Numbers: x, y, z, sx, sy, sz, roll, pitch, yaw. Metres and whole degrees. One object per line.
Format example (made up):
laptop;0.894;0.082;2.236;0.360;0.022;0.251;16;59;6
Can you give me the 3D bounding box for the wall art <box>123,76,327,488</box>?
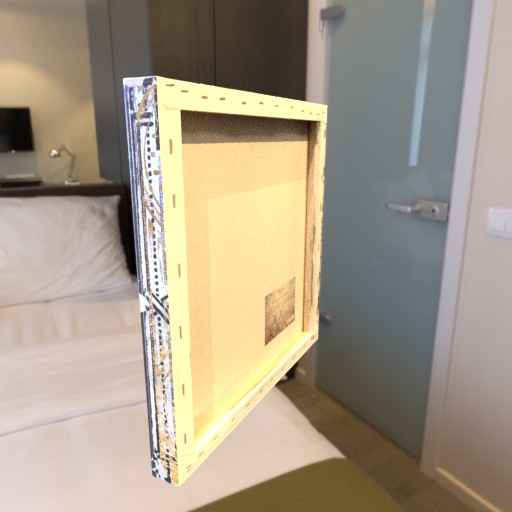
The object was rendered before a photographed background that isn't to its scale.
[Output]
wall art;0.000;0.000;0.601;0.038;0.410;0.411;8;17;28
